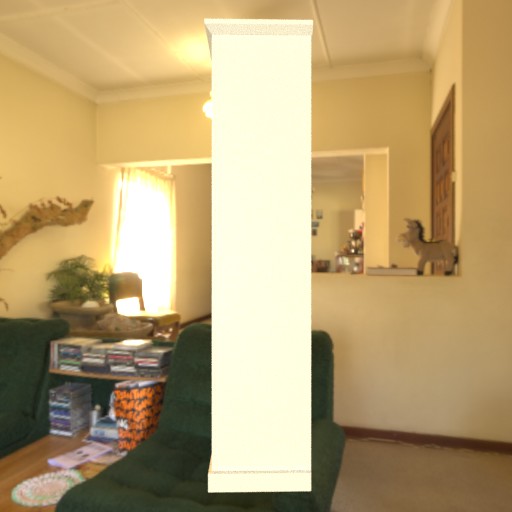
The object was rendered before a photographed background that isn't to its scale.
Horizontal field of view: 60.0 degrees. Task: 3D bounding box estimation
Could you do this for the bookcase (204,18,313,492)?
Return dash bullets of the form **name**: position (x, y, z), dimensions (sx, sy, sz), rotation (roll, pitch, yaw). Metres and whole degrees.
- **bookcase**: position (0.000, 0.000, 2.283), dimensions (0.432, 1.880, 1.050), rotation (0, 0, -1)
